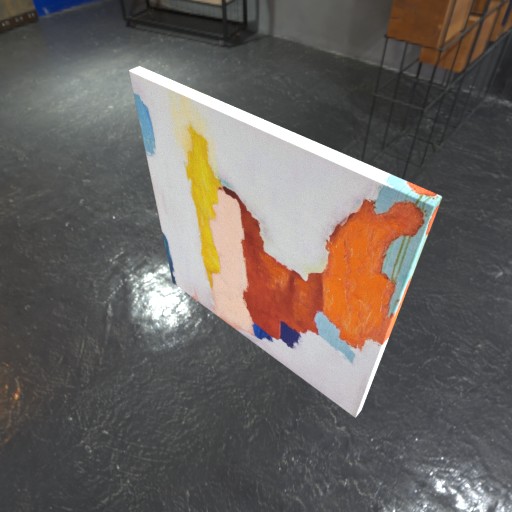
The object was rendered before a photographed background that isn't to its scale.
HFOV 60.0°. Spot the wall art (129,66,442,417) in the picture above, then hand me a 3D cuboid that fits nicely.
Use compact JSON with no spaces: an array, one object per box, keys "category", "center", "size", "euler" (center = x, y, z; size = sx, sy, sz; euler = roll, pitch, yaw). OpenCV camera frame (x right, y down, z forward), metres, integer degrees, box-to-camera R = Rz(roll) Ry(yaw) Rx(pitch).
[{"category":"wall art","center":[0.000,0.000,1.530],"size":[1.017,1.017,0.044],"euler":[32,54,27]}]
